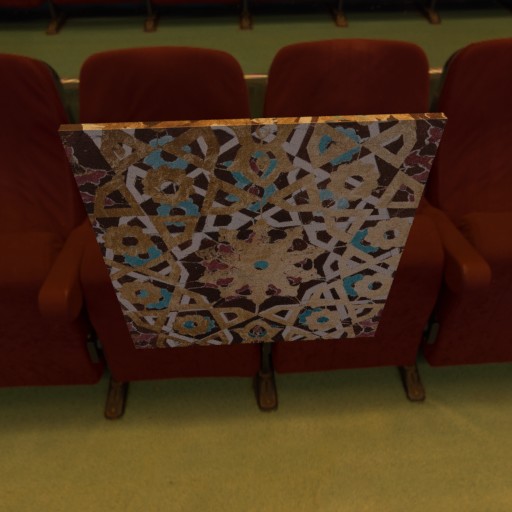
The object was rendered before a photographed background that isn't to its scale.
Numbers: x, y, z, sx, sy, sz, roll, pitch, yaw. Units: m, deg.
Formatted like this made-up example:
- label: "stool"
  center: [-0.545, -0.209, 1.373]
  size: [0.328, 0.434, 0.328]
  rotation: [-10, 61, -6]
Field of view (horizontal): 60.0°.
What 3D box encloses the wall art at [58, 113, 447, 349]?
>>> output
- label: "wall art"
  center: [0.000, 0.000, 1.143]
  size: [0.757, 0.762, 0.028]
  rotation: [-3, 46, -2]
